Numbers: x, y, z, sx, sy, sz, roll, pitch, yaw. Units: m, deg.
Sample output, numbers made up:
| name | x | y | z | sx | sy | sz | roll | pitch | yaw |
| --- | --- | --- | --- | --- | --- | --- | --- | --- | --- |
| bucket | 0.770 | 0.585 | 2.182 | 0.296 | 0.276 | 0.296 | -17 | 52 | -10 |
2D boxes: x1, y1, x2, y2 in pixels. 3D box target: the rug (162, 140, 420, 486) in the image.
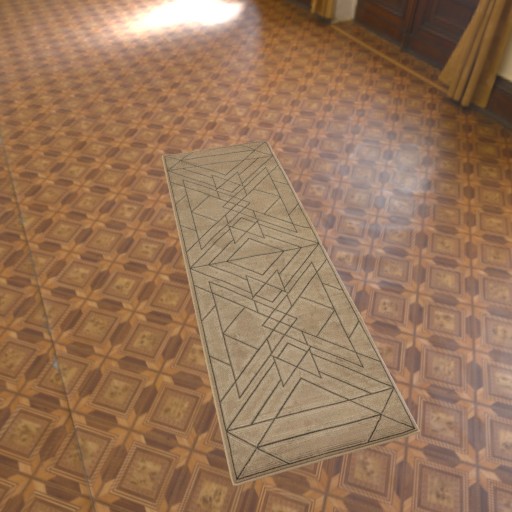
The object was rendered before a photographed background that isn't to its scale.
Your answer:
| name | x | y | z | sx | sy | sz | roll | pitch | yaw |
| --- | --- | --- | --- | --- | --- | --- | --- | --- | --- |
| rug | 0.000 | 0.000 | 2.616 | 0.831 | 0.036 | 2.381 | -11 | 48 | -10 |
